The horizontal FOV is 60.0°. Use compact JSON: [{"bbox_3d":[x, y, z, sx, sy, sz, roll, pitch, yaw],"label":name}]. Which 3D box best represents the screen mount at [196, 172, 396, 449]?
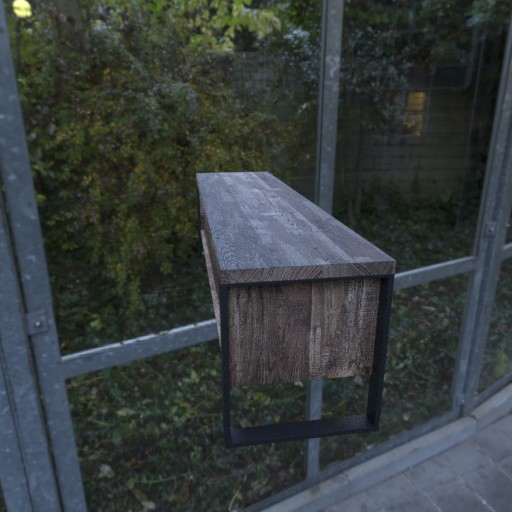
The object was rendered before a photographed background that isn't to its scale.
[{"bbox_3d":[0.000,0.000,1.724,0.395,0.450,1.524,-3,18,-9],"label":"screen mount"}]
